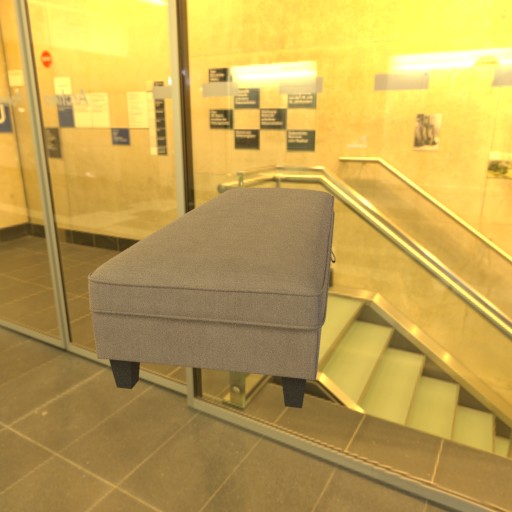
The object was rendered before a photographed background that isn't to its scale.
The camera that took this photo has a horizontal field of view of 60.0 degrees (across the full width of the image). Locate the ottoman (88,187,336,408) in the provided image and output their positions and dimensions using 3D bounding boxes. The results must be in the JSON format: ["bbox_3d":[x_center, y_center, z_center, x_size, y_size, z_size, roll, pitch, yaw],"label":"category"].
[{"bbox_3d":[0.000,0.000,2.123,0.751,0.470,1.764,3,17,10],"label":"ottoman"}]
